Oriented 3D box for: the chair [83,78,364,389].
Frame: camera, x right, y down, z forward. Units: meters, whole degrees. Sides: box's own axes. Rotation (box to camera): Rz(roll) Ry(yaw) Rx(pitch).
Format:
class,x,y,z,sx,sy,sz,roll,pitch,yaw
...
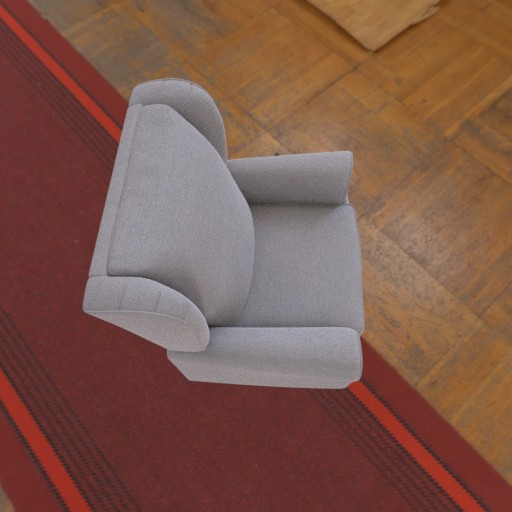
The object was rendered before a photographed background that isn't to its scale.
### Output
class,x,y,z,sx,sy,sz,roll,pitch,yaw
chair,0.000,0.000,1.677,0.854,0.966,0.906,3,65,1
